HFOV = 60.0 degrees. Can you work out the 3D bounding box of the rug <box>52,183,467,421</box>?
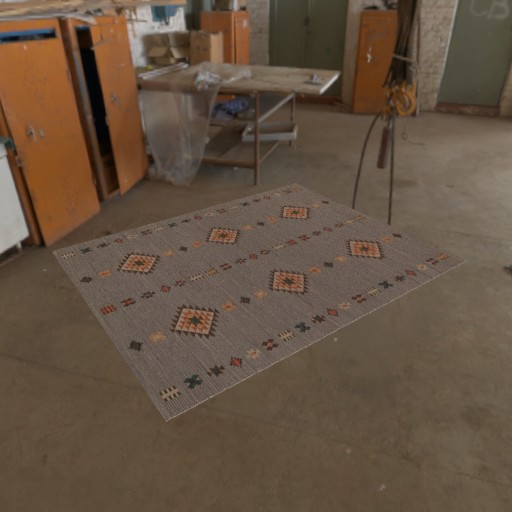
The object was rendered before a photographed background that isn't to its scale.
[{"bbox_3d":[0.000,0.000,4.136,3.035,0.008,2.425,-20,36,-31],"label":"rug"}]
